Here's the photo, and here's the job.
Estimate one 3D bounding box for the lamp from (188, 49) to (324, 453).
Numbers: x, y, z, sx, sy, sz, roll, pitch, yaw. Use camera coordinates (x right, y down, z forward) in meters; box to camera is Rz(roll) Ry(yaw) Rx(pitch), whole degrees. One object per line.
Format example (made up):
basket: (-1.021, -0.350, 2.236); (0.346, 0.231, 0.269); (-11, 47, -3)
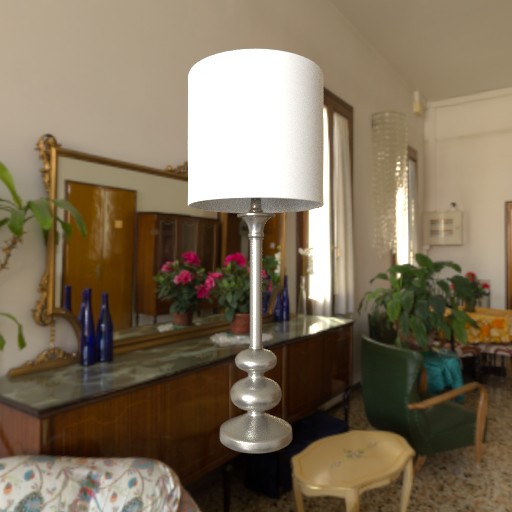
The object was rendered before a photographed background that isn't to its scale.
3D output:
lamp: (0.000, 0.000, 0.839); (0.254, 0.690, 0.254); (0, 0, -1)
